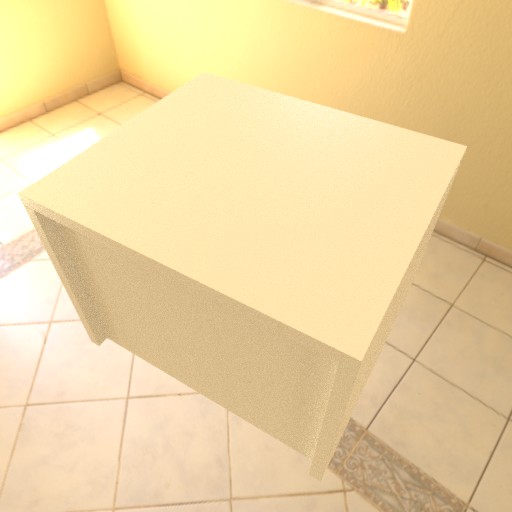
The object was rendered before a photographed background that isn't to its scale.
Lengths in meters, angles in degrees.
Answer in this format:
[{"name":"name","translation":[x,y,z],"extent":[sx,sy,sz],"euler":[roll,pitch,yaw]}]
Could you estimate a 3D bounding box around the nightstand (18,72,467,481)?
[{"name":"nightstand","translation":[0.000,0.000,0.734],"extent":[0.470,0.351,0.408],"euler":[24,51,21]}]
